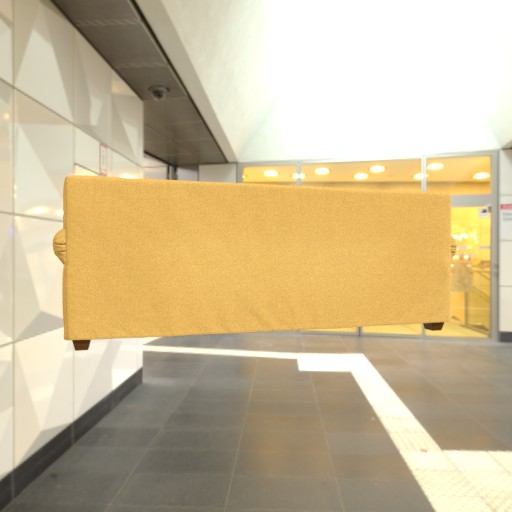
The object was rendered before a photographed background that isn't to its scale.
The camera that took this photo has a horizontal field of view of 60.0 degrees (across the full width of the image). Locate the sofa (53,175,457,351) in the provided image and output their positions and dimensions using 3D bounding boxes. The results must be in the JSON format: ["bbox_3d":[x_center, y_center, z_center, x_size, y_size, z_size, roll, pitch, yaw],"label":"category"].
[{"bbox_3d":[0.000,0.000,2.856,2.285,0.904,1.067,0,0,-16],"label":"sofa"}]
